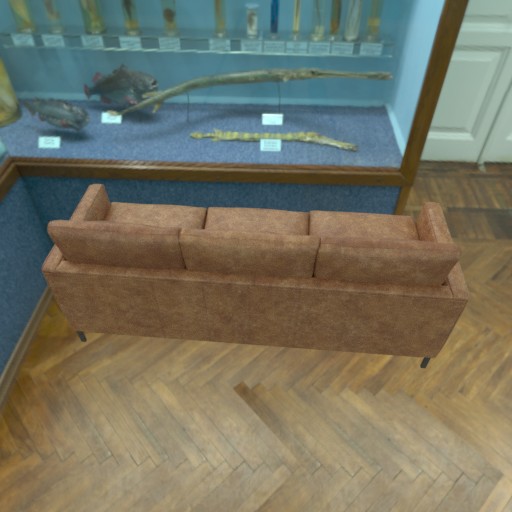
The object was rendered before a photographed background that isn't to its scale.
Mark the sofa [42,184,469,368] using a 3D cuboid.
[{"bbox_3d":[0.000,0.000,2.435,2.029,0.863,0.748,4,45,4],"label":"sofa"}]
